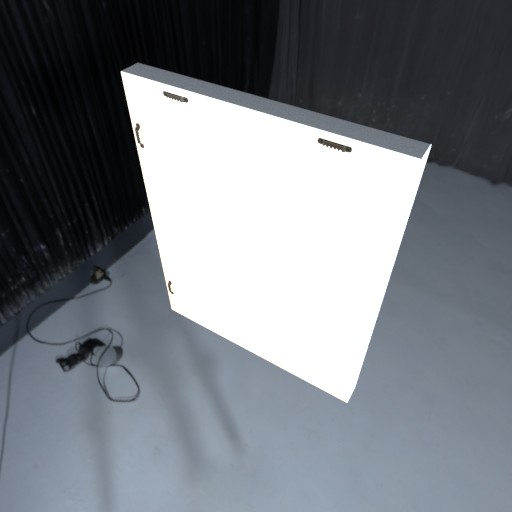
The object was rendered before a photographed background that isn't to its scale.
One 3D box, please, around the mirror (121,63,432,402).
[{"bbox_3d":[0.000,0.000,0.704,0.406,0.509,0.041,24,50,22],"label":"mirror"}]
